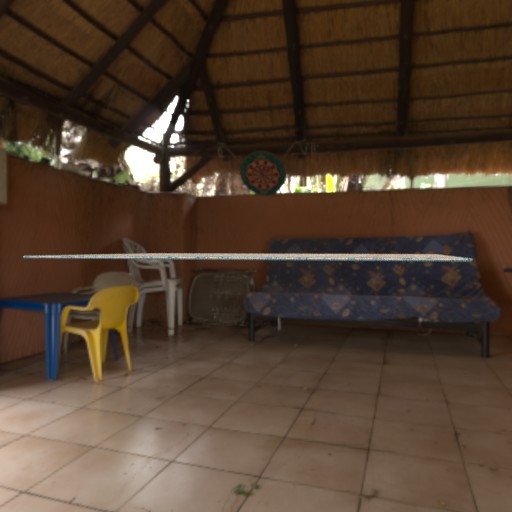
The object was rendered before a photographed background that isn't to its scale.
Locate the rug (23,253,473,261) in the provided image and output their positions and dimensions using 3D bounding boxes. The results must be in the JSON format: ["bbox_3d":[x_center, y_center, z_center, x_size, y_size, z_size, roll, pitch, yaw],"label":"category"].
[{"bbox_3d":[0.000,0.000,3.006,2.438,0.015,1.524,0,1,17],"label":"rug"}]
